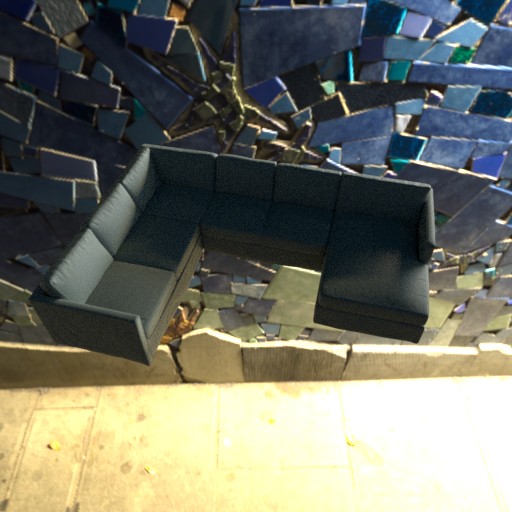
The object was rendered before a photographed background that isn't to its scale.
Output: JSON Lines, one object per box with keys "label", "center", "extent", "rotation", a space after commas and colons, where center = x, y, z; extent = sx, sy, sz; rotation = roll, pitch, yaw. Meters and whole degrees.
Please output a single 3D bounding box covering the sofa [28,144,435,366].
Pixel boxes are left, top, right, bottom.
{"label": "sofa", "center": [0.000, 0.000, 4.504], "extent": [3.460, 0.882, 2.427], "rotation": [10, 47, 9]}
